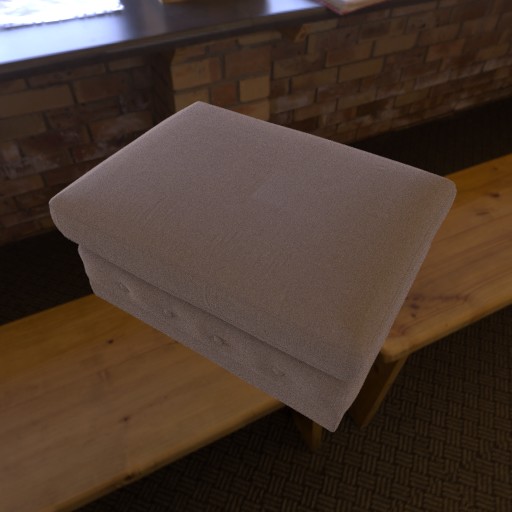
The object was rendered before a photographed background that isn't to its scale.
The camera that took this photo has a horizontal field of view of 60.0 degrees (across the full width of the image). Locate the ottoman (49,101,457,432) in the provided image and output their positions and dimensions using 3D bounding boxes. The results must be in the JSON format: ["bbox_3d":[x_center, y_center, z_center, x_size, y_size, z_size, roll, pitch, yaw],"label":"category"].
[{"bbox_3d":[0.000,0.000,1.151,0.771,0.500,0.569,24,51,22],"label":"ottoman"}]
